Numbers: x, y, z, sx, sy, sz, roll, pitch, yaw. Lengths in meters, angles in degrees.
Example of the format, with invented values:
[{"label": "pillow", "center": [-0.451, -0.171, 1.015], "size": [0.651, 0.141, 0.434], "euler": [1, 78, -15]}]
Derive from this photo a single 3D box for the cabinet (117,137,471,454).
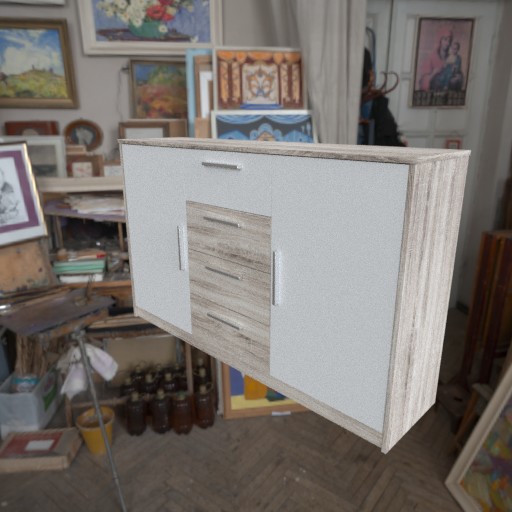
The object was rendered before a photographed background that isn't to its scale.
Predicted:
[{"label": "cabinet", "center": [0.000, 0.000, 1.830], "size": [1.450, 0.900, 0.380], "euler": [16, 23, 42]}]
